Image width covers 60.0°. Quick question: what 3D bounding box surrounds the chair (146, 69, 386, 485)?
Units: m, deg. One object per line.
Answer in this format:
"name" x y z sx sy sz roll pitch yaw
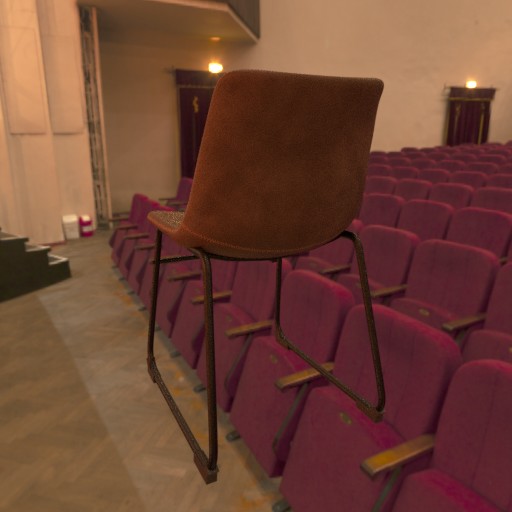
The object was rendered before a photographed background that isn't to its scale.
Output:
"chair" 0.000 0.000 1.086 0.460 0.780 0.551 -8 17 -26
